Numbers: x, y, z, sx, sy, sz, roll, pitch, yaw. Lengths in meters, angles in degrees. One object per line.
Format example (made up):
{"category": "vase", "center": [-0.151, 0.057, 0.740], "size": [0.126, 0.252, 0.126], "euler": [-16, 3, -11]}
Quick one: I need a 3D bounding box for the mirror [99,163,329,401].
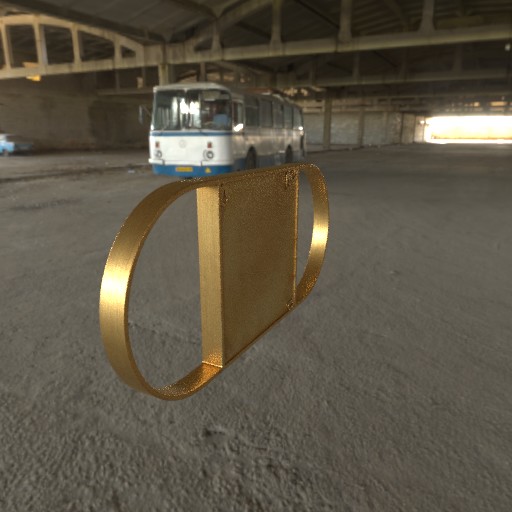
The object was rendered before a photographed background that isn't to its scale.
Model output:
{"category": "mirror", "center": [0.000, 0.000, 0.668], "size": [0.032, 0.254, 0.584], "euler": [8, 18, 27]}
